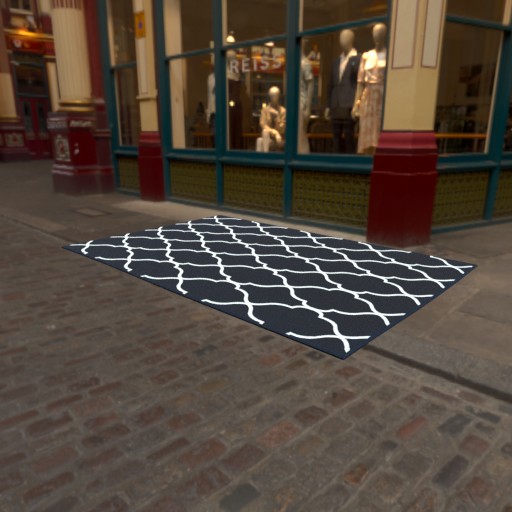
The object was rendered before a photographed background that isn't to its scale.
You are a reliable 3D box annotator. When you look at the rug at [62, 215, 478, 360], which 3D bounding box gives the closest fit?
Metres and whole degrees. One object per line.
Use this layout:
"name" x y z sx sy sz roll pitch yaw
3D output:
"rug" 0.000 0.000 2.893 2.294 0.014 1.528 15 22 40
